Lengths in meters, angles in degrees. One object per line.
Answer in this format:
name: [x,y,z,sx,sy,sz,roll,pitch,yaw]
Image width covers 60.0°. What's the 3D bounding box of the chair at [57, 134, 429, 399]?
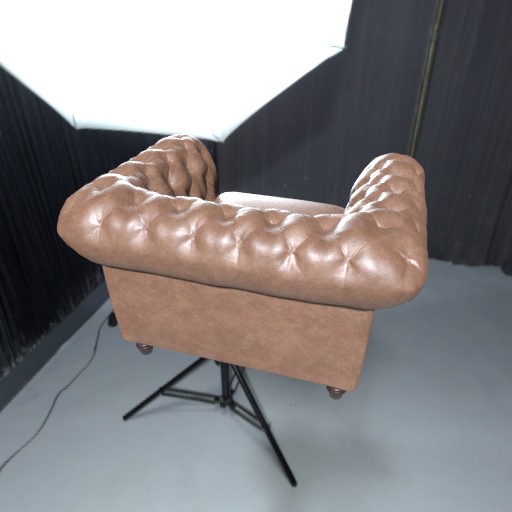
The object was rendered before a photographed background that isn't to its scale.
chair: [0.000,0.000,1.901,1.298,0.784,0.954,9,32,15]
